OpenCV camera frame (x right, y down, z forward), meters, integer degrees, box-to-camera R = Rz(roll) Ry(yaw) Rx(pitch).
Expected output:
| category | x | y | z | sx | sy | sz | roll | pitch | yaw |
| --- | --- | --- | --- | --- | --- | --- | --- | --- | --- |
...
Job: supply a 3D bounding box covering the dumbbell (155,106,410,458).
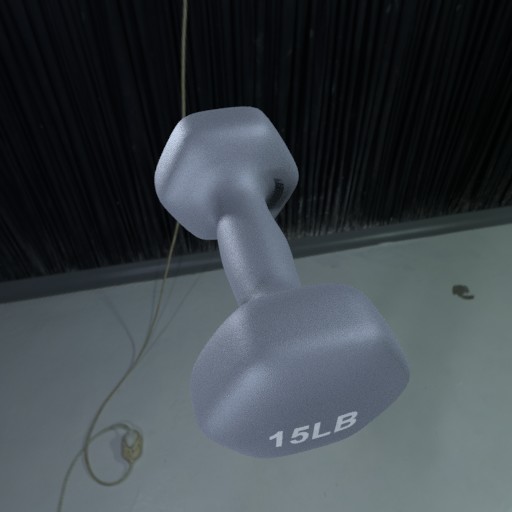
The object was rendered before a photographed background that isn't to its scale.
| category | x | y | z | sx | sy | sz | roll | pitch | yaw |
| --- | --- | --- | --- | --- | --- | --- | --- | --- | --- |
| dumbbell | 0.000 | 0.000 | 0.294 | 0.116 | 0.105 | 0.240 | -10 | 46 | -10 |
